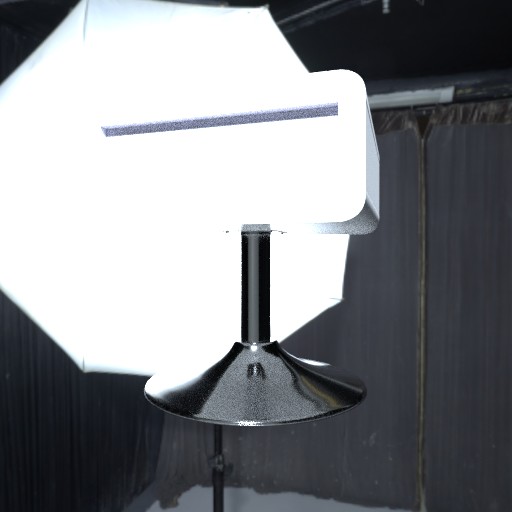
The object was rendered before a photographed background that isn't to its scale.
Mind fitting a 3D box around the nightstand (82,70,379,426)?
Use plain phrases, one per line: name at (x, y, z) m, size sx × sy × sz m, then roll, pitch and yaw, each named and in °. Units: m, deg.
nightstand at (0.000, 0.000, 0.771) m, size 0.399 × 0.447 × 0.404 m, roll 0°, pitch 1°, yaw 18°
